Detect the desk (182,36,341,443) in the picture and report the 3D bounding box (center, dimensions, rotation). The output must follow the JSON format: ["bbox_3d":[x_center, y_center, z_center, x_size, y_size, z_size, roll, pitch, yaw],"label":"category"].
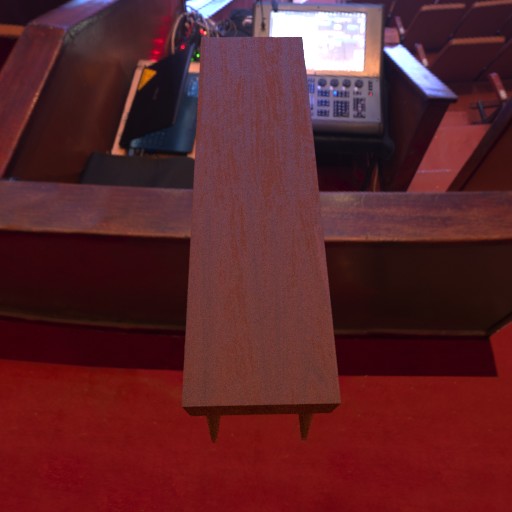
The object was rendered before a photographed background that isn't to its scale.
[{"bbox_3d":[0.000,0.000,1.639,0.384,0.917,1.204,-1,63,-1],"label":"desk"}]
